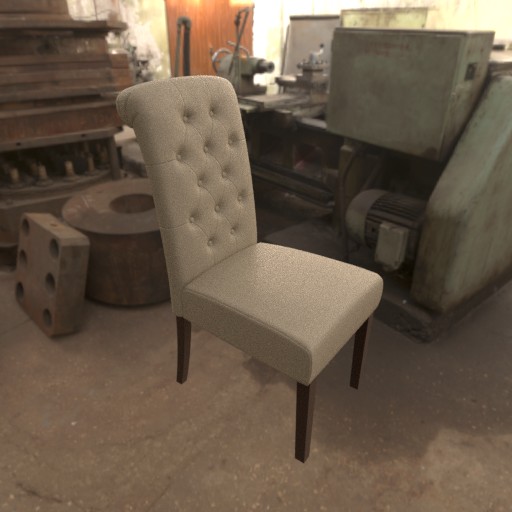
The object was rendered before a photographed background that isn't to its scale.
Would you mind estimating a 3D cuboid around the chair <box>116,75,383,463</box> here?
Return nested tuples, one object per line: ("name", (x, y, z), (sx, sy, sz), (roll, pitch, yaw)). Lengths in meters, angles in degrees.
("chair", (0.000, 0.000, 1.380), (0.671, 1.006, 0.456), (19, 33, 32))
